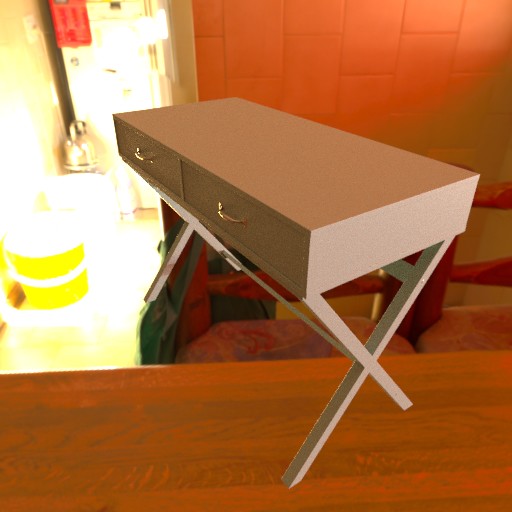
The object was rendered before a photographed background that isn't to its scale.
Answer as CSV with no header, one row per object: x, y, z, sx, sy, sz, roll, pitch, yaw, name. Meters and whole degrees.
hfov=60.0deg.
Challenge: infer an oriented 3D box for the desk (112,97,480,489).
0.000,0.000,1.464,0.525,0.780,1.057,-19,36,-29,desk
